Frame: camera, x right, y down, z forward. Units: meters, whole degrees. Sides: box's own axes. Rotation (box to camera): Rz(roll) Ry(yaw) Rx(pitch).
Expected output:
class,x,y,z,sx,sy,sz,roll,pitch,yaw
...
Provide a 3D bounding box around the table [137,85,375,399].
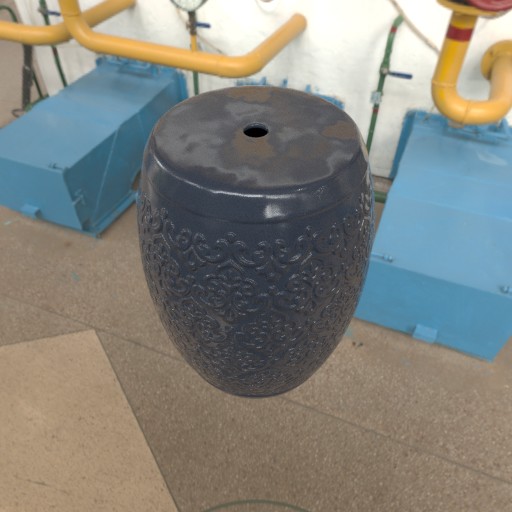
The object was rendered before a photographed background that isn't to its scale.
class,x,y,z,sx,sy,sz,roll,pitch,yaw
table,0.000,0.000,0.628,0.309,0.397,0.309,0,45,0
